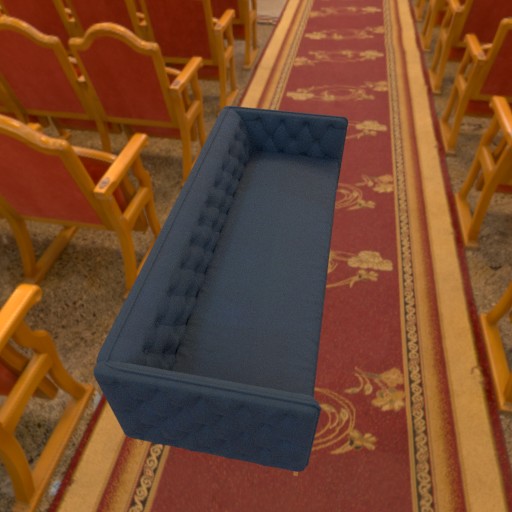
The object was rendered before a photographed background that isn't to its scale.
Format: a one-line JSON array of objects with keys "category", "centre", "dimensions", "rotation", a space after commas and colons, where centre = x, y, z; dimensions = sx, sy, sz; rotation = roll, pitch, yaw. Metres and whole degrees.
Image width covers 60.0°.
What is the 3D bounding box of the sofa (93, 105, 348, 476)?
[{"category": "sofa", "centre": [0.000, 0.000, 2.639], "dimensions": [0.895, 0.771, 2.209], "rotation": [8, 47, 8]}]
